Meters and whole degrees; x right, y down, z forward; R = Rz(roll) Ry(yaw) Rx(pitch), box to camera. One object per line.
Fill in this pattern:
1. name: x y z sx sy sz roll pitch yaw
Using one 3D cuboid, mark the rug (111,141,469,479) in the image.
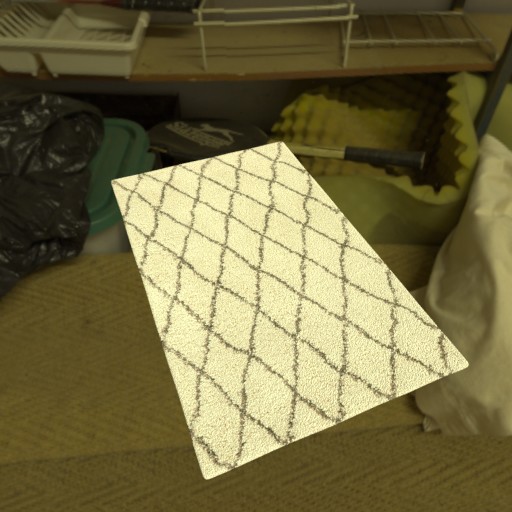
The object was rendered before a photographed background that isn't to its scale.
1. rug: 0.000 0.000 3.000 1.524 0.030 2.438 -17 49 -15
